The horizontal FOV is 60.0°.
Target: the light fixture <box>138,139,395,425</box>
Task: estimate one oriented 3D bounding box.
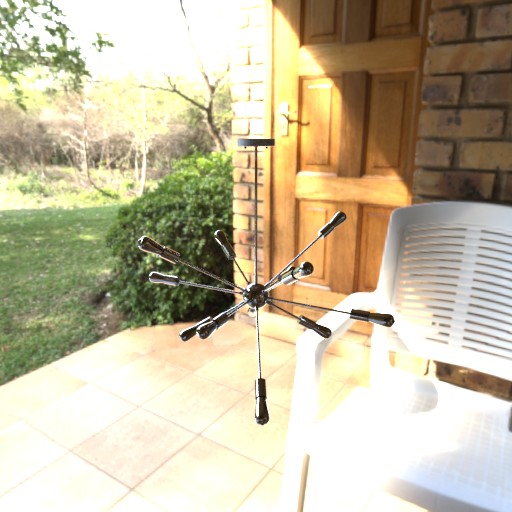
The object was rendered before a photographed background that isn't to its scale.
[{"bbox_3d":[0.000,0.000,1.091,0.684,0.558,0.509,8,18,26],"label":"light fixture"}]
